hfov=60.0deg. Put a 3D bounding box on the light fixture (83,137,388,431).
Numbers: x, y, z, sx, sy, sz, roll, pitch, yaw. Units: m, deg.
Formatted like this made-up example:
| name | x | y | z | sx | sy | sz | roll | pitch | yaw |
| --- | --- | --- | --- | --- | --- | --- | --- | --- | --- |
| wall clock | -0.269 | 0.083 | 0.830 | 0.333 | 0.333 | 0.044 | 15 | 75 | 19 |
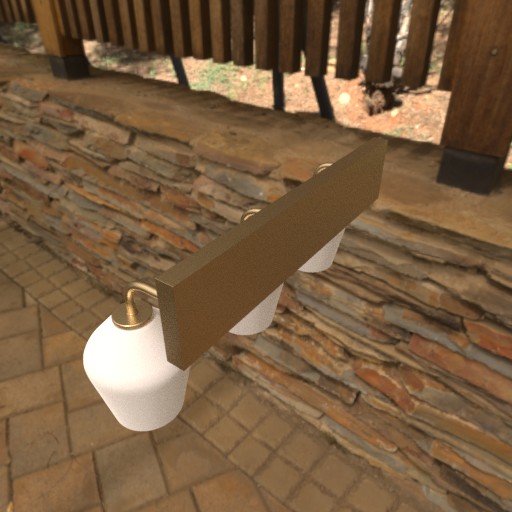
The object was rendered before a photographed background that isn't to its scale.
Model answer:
| name | x | y | z | sx | sy | sz | roll | pitch | yaw |
| --- | --- | --- | --- | --- | --- | --- | --- | --- | --- |
| light fixture | 0.000 | 0.000 | 0.721 | 0.190 | 0.280 | 0.609 | 21 | 38 | 29 |
